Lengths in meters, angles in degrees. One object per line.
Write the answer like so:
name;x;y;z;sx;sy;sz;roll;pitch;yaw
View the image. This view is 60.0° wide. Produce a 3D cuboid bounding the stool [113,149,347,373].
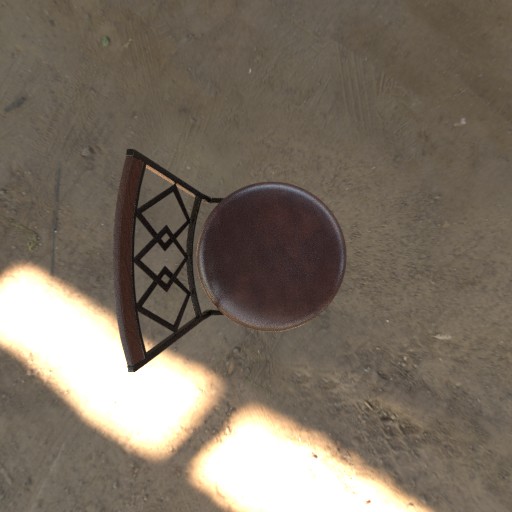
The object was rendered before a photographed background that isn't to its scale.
stool;0.000;0.000;1.380;0.521;1.134;0.432;0;91;1
